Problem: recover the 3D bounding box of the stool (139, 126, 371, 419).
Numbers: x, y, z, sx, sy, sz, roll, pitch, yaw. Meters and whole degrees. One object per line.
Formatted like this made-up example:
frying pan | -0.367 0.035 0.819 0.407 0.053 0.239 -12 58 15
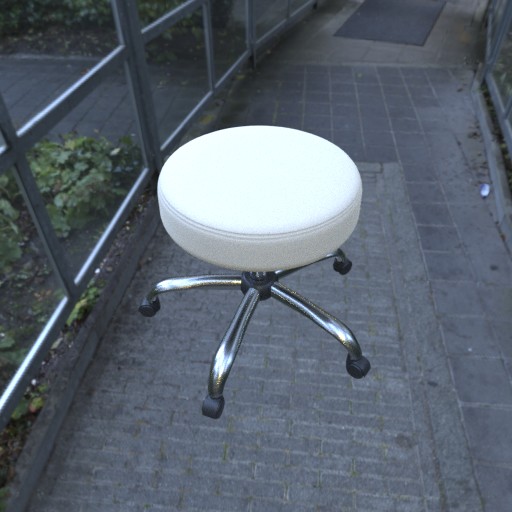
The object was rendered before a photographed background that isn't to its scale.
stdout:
stool | 0.000 0.000 1.050 0.634 0.482 0.614 14 44 15
